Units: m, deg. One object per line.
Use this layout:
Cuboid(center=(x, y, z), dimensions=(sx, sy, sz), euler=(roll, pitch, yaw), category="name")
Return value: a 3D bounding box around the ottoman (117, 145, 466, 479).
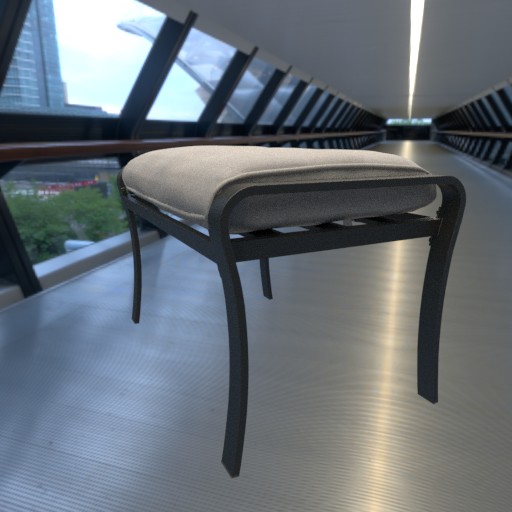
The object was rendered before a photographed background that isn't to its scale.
Cuboid(center=(0.000, 0.000, 0.879), dimensions=(0.406, 0.422, 0.610), euler=(-7, 16, -26), category="ottoman")
